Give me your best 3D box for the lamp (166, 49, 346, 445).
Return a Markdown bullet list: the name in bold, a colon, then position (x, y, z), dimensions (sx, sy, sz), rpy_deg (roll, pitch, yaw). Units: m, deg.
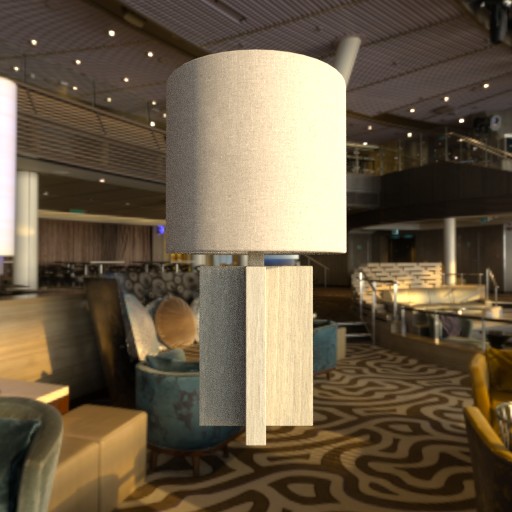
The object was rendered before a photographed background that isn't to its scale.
- **lamp**: position (0.000, 0.000, 0.572), dimensions (0.229, 0.428, 0.229), rpy_deg (0, -1, 0)
